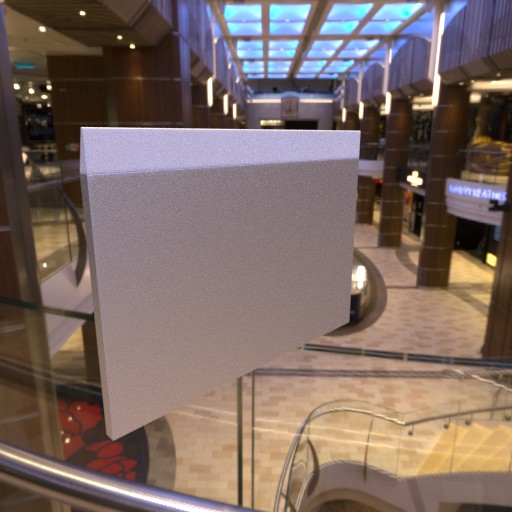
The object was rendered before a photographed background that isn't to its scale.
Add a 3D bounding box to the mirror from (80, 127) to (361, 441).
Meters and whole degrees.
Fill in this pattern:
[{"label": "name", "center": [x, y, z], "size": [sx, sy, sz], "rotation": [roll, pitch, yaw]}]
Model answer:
[{"label": "mirror", "center": [0.000, 0.000, 1.149], "size": [0.870, 0.630, 0.030], "rotation": [-15, 21, -43]}]
